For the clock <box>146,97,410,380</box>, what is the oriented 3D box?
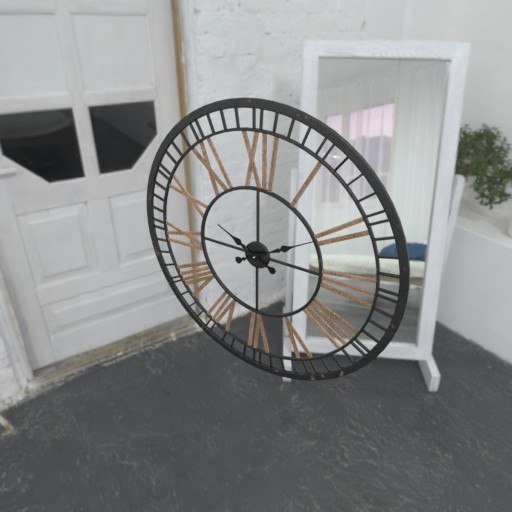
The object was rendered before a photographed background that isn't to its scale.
[{"bbox_3d":[0.000,0.000,1.244,0.843,0.843,0.025,17,34,28],"label":"clock"}]
